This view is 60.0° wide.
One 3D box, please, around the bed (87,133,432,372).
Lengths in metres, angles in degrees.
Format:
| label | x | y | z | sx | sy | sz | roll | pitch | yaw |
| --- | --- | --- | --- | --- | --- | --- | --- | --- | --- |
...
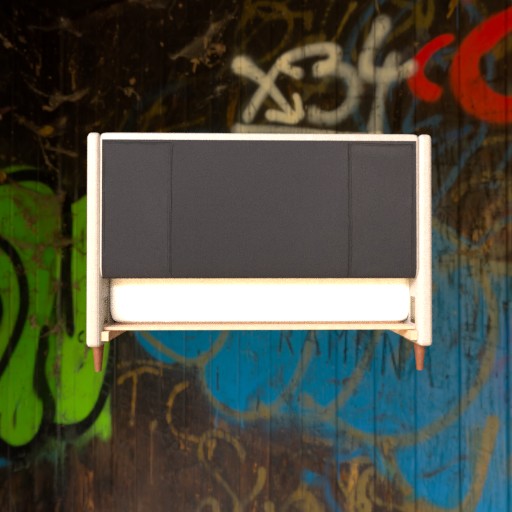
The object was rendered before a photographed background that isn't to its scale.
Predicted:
| label | x | y | z | sx | sy | sz | roll | pitch | yaw |
| --- | --- | --- | --- | --- | --- | --- | --- | --- | --- |
| bed | 0.000 | 0.000 | 3.215 | 1.656 | 1.147 | 2.232 | 0 | -1 | -1 |
